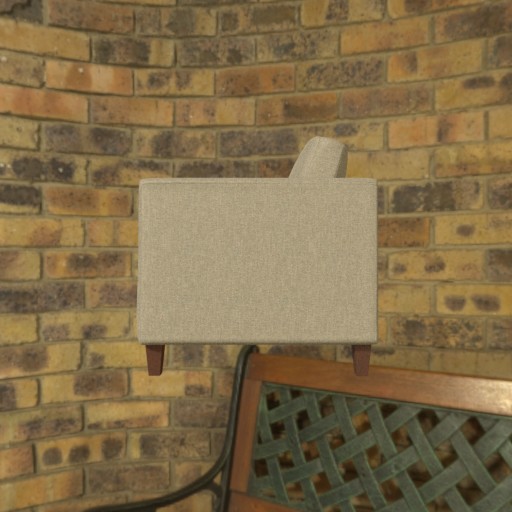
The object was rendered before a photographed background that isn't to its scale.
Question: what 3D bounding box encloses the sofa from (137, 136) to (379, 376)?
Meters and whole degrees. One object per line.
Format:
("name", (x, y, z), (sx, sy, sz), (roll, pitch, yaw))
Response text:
("sofa", (0.000, 0.000, 2.765), (0.956, 0.963, 2.208), (0, -1, 0))
